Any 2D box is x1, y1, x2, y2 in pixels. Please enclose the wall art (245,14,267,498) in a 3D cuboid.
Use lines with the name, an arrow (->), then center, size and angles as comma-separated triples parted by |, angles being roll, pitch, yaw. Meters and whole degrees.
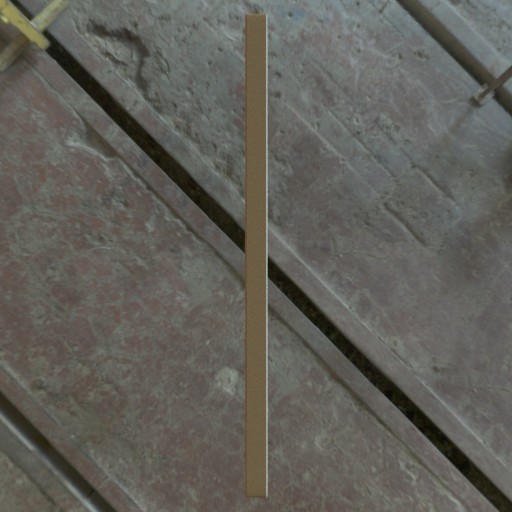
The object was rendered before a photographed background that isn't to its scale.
wall art -> 0.000, 0.000, 0.473 | 0.019, 0.254, 0.380 | 0, 90, 0
